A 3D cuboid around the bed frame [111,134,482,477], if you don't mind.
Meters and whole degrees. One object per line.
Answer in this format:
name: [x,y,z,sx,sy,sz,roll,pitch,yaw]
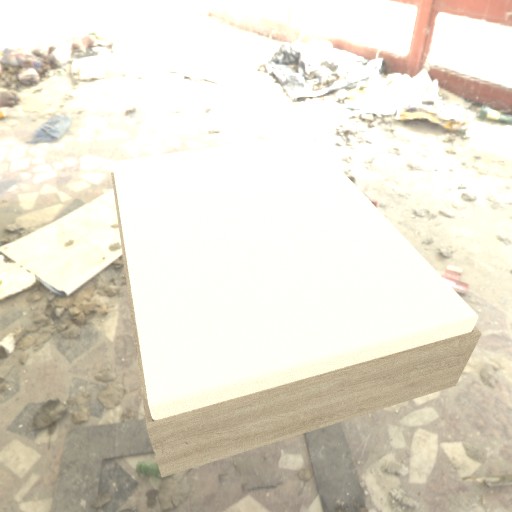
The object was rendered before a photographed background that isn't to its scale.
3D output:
bed frame: [0.000,0.000,2.570,1.448,0.490,1.944,-12,41,-14]
